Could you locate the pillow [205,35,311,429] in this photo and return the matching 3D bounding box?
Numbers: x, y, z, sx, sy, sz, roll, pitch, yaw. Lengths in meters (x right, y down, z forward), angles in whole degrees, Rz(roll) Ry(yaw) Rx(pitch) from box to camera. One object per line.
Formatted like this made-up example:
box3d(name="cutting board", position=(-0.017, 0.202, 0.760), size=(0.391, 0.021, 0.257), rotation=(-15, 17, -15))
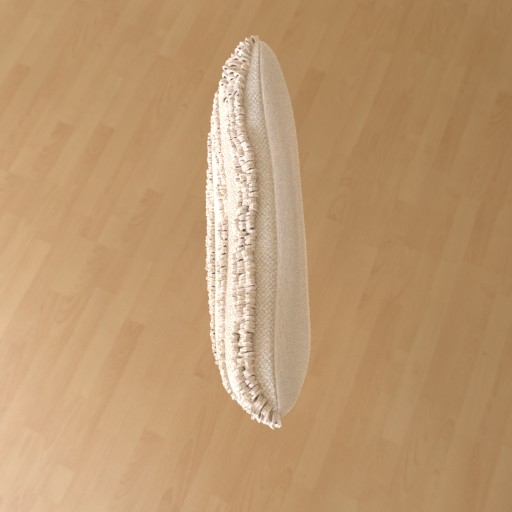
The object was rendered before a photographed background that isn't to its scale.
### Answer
box3d(name="pillow", position=(0.000, 0.000, 0.662), size=(0.145, 0.427, 0.437), rotation=(-2, 76, -1))
